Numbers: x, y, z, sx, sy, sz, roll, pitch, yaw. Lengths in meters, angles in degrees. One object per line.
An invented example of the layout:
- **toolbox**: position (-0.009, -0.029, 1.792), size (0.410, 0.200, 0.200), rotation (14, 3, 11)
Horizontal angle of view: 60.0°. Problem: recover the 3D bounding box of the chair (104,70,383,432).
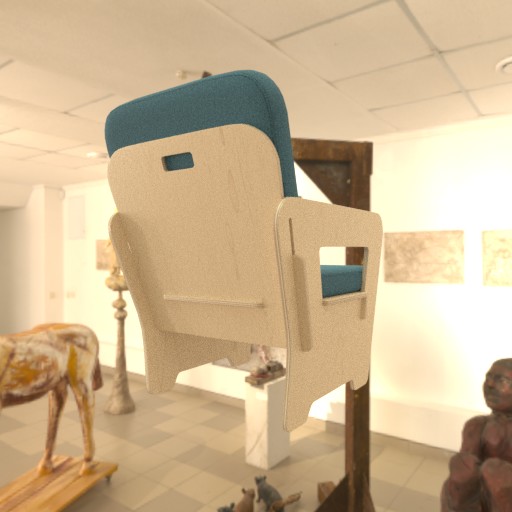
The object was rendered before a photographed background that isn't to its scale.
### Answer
- **chair**: position (0.000, 0.000, 1.214), size (0.547, 0.747, 0.657), rotation (0, 1, 35)
